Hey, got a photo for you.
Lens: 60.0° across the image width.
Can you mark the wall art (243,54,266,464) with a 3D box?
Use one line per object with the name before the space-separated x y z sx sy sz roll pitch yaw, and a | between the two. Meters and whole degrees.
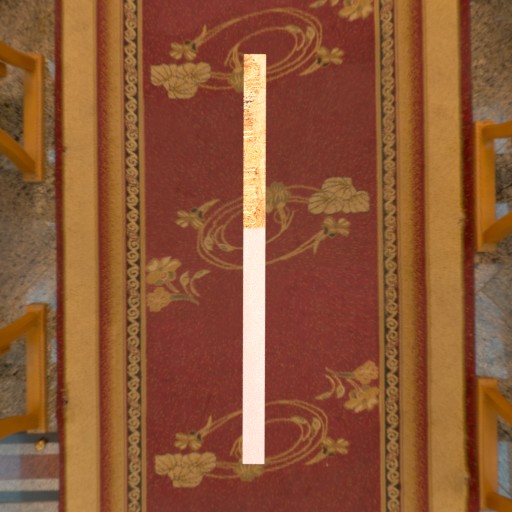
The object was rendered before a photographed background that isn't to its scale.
wall art | 0.000 0.000 0.802 0.026 0.613 0.458 0 91 0
